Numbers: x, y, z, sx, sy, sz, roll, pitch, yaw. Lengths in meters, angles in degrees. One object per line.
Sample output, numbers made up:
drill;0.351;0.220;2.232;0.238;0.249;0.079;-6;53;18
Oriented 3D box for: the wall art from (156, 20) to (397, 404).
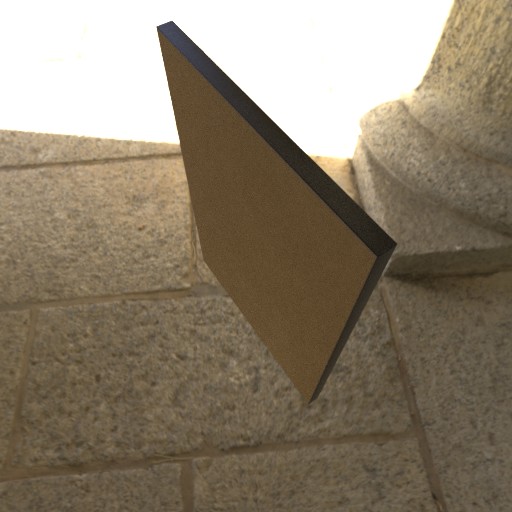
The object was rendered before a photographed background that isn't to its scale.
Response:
wall art;0.000;0.000;0.562;0.019;0.455;0.314;-31;64;-17
